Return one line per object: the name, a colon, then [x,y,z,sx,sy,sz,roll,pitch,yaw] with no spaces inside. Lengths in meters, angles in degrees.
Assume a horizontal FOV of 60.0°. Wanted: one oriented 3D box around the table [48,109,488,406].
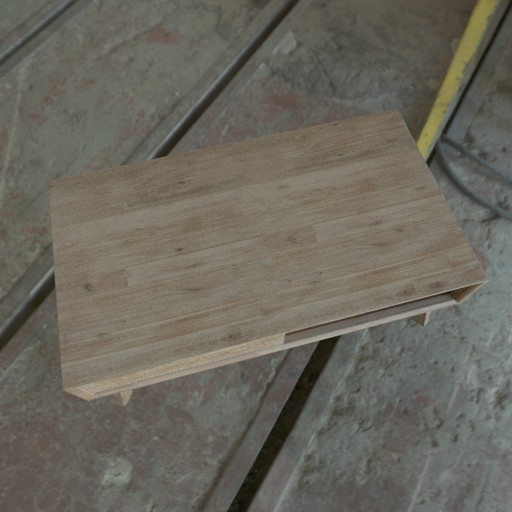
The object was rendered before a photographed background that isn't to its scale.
table: [0.000,0.000,2.050,1.619,0.531,0.918,-13,65,-6]
